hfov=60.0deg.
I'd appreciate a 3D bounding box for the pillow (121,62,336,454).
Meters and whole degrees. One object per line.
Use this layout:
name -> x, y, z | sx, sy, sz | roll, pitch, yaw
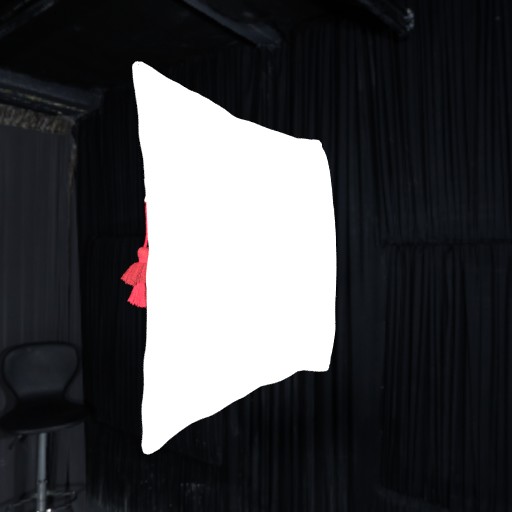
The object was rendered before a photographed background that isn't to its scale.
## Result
pillow -> 0.000, 0.000, 0.664 | 0.173, 0.436, 0.433 | 0, 0, 36
